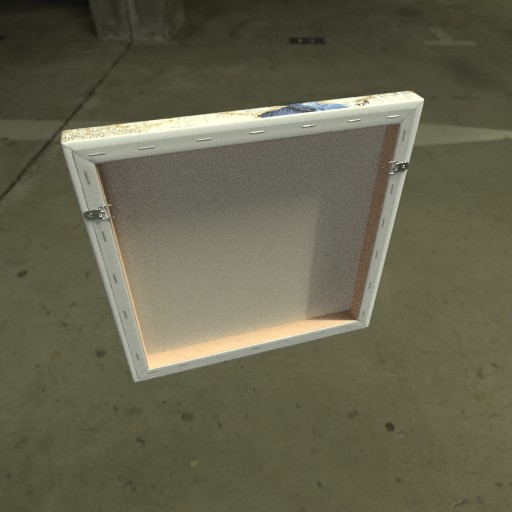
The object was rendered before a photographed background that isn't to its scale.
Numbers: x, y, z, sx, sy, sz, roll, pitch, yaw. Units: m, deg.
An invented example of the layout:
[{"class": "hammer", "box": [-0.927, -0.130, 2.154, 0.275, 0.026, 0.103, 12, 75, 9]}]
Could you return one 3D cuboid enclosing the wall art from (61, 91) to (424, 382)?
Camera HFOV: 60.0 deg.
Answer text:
[{"class": "wall art", "box": [0.000, 0.000, 0.769, 0.507, 0.508, 0.038, -11, 41, -12]}]
